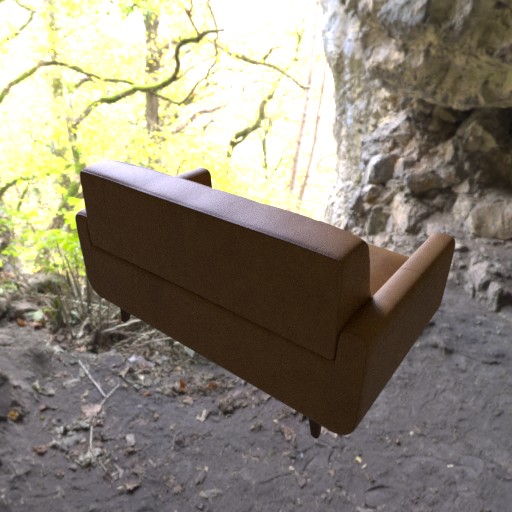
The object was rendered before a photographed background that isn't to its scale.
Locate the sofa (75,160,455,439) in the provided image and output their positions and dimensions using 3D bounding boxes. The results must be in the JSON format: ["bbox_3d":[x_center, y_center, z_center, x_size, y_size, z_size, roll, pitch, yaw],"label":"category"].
[{"bbox_3d":[0.000,0.000,2.248,1.651,0.925,0.952,21,36,32],"label":"sofa"}]
